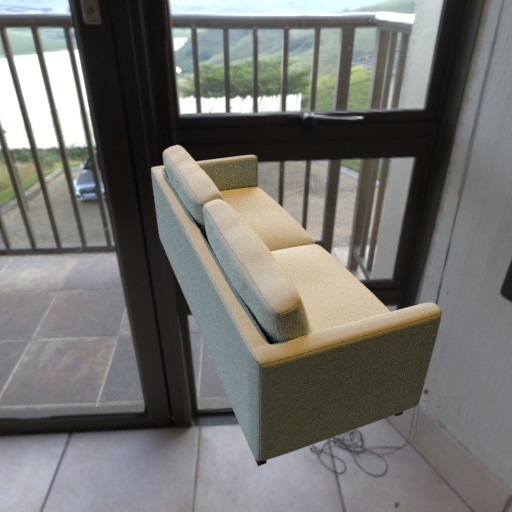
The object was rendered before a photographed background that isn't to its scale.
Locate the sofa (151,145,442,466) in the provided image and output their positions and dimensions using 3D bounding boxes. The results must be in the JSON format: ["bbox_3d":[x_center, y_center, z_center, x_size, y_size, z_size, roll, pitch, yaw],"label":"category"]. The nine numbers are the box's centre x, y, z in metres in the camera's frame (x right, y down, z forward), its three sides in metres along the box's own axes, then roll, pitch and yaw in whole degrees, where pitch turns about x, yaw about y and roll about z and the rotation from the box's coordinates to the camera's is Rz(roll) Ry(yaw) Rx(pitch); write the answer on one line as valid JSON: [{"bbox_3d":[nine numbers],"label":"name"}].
[{"bbox_3d":[0.000,0.000,2.967,0.948,0.965,2.434,-11,33,-18],"label":"sofa"}]
